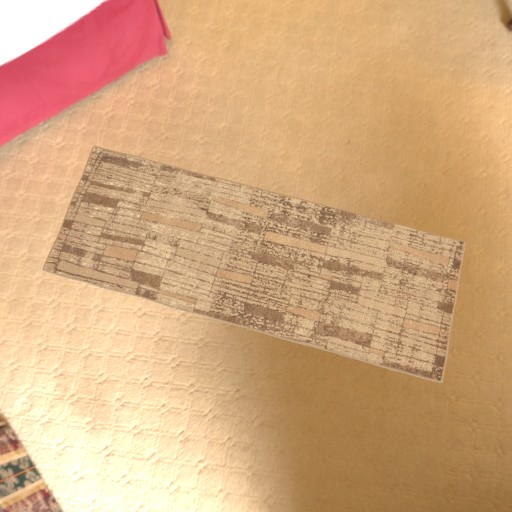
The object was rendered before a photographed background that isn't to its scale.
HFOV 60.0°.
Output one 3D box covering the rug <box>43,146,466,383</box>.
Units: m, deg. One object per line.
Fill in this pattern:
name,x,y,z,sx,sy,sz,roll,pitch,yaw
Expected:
rug,0.000,0.000,2.636,2.383,0.018,0.857,15,76,4
